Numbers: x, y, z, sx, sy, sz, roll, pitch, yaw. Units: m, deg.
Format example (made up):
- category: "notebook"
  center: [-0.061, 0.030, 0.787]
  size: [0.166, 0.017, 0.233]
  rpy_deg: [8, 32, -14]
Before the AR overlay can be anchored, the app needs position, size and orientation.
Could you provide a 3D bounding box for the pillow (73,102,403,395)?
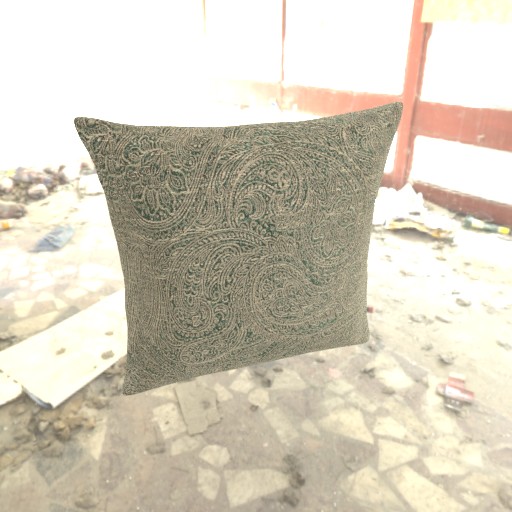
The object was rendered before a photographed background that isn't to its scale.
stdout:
- category: "pillow"
  center: [0.000, 0.000, 0.791]
  size: [0.526, 0.507, 0.166]
  rpy_deg: [-8, 28, -16]
